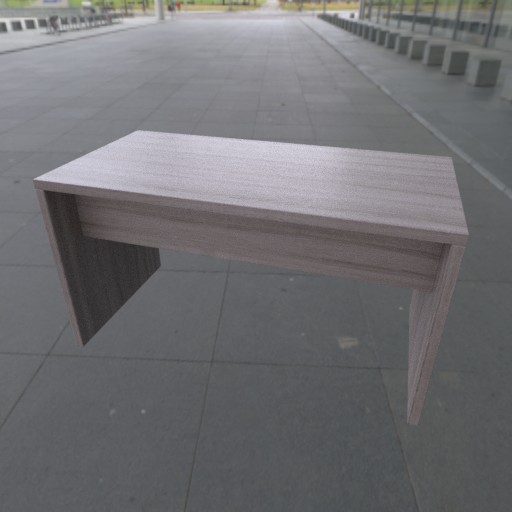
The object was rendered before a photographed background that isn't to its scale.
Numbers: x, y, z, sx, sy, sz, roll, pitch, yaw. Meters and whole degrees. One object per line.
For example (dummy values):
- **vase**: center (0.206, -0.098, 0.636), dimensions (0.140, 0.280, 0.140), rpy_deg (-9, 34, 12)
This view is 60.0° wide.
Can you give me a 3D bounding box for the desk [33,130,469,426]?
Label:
- **desk**: center (0.000, 0.000, 1.803), dimensions (1.380, 0.745, 0.690), rpy_deg (9, 31, 15)
